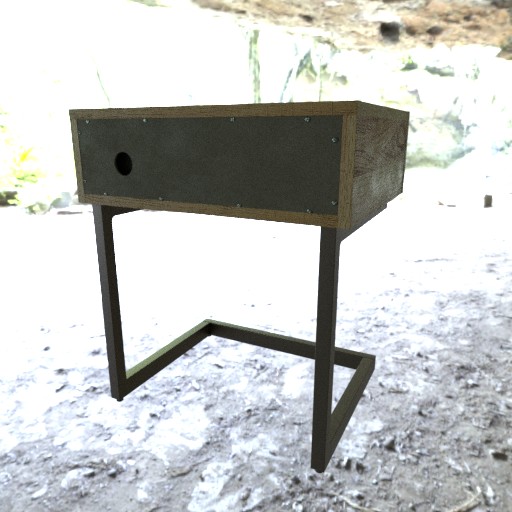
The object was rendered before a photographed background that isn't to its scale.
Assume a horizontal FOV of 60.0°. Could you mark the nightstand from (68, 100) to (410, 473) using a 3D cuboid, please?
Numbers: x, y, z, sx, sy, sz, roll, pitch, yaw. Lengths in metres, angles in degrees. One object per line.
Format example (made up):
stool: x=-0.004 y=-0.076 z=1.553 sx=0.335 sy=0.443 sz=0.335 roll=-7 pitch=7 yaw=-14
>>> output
nightstand: x=0.000 y=0.000 z=1.012 sx=0.558 sy=0.632 sz=0.481 roll=8 pitch=18 yaw=26
